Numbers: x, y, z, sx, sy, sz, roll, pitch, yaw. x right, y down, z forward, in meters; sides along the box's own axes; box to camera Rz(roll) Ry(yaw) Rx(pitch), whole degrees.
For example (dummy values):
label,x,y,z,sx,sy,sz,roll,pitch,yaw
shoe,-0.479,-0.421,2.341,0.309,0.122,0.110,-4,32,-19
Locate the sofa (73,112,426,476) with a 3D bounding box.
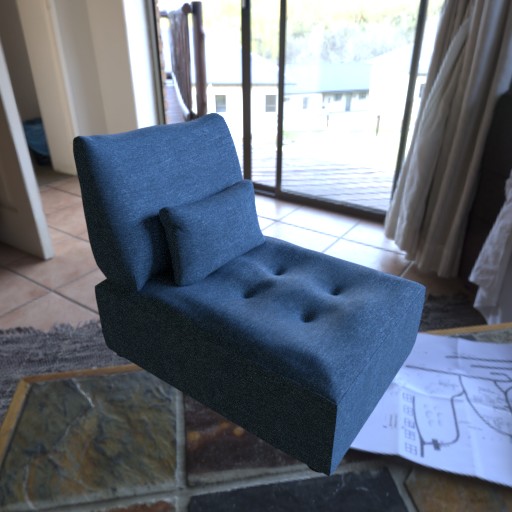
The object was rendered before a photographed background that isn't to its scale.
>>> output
label,x,y,z,sx,sy,sz,roll,pitch,yaw
sofa,0.000,0.000,1.535,1.000,0.820,0.700,18,32,32
